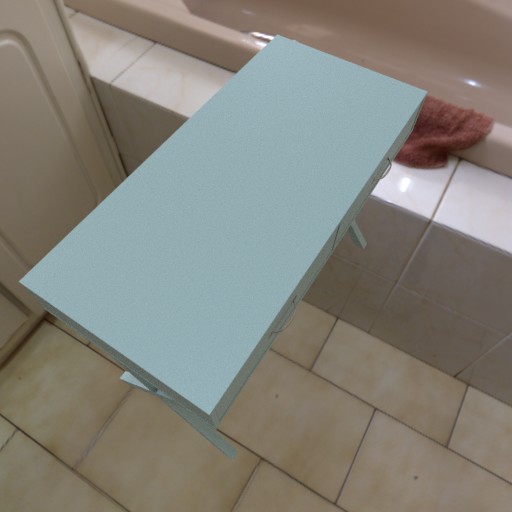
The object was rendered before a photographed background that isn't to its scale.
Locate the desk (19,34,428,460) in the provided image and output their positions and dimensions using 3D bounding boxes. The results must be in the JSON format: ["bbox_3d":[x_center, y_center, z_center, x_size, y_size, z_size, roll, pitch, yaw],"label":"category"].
[{"bbox_3d":[0.000,0.000,1.437,0.525,0.780,1.057,29,63,16],"label":"desk"}]
